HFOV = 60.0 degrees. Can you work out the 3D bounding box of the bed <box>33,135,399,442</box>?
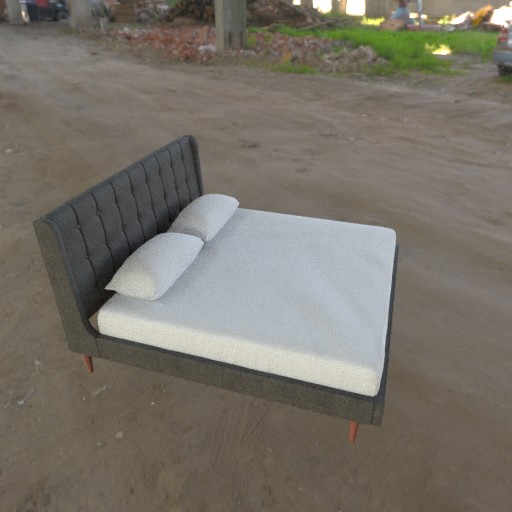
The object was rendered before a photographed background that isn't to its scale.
[{"bbox_3d":[0.000,0.000,2.629,1.638,0.933,1.531,9,31,15],"label":"bed"}]
